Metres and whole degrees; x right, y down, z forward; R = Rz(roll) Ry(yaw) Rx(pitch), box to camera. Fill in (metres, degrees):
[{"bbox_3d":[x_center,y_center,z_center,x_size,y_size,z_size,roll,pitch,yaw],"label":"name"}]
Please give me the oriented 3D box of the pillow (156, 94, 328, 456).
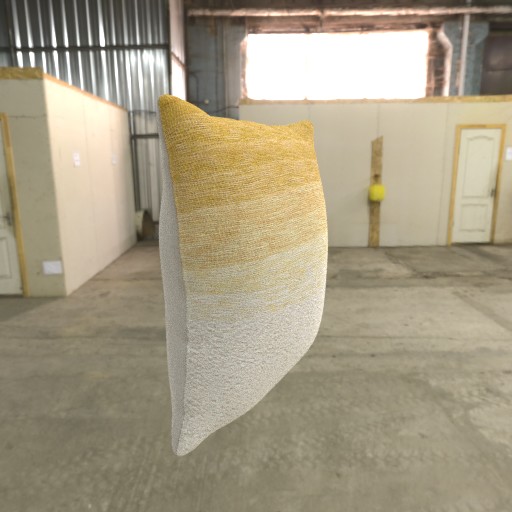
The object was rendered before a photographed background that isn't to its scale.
[{"bbox_3d":[0.000,0.000,0.720,0.211,0.450,0.450,7,15,27],"label":"pillow"}]
